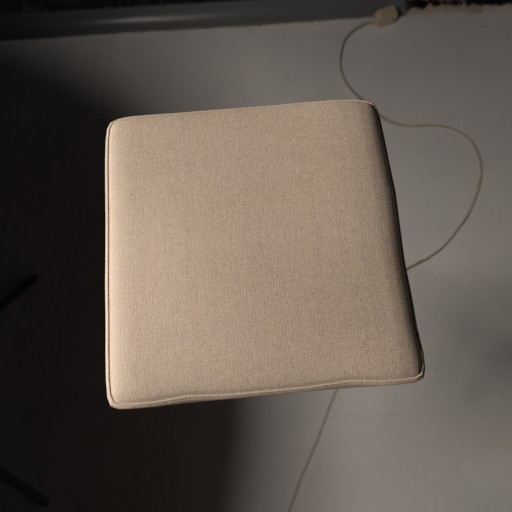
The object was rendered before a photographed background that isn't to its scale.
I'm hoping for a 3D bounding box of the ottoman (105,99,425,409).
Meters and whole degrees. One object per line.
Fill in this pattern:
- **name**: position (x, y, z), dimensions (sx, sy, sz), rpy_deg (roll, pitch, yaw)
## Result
- **ottoman**: position (0.000, 0.000, 1.398), dimensions (0.838, 0.481, 0.838), rpy_deg (-5, 75, -1)
